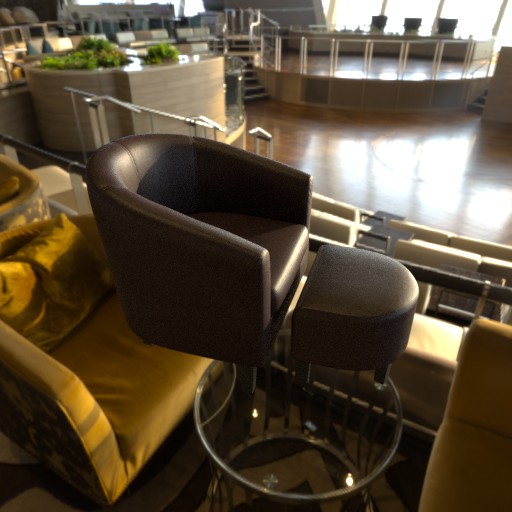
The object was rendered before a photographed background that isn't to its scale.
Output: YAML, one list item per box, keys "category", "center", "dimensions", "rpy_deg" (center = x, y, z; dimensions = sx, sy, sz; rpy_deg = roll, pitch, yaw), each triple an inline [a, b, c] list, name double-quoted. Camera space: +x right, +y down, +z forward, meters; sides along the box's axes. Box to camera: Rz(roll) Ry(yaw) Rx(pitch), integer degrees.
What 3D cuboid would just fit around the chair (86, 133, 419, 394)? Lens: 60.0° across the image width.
- category: "chair"
  center: [0.000, 0.000, 1.654]
  dimensions: [1.176, 0.755, 0.737]
  rpy_deg: [9, 32, 15]
